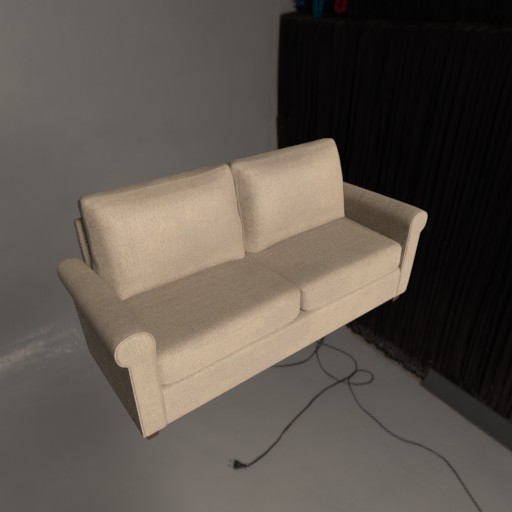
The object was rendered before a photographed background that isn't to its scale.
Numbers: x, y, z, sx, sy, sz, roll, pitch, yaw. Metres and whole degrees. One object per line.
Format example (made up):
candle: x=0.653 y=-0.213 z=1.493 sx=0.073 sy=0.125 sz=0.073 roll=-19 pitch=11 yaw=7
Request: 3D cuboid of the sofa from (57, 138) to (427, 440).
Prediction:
sofa: x=0.000 y=0.000 z=2.472 sx=1.935 sy=0.942 sz=0.842 roll=-21 pitch=37 yaw=-31
